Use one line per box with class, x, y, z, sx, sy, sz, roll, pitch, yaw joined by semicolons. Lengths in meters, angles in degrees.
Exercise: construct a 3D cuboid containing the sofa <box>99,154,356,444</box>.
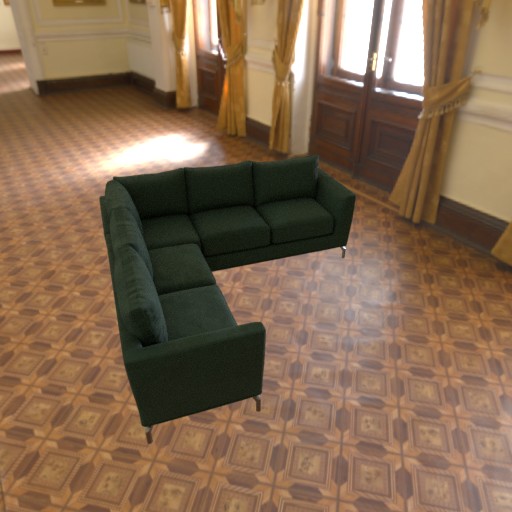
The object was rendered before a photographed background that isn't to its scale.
sofa;0.000;0.000;3.914;2.452;1.004;2.468;-11;33;-17
